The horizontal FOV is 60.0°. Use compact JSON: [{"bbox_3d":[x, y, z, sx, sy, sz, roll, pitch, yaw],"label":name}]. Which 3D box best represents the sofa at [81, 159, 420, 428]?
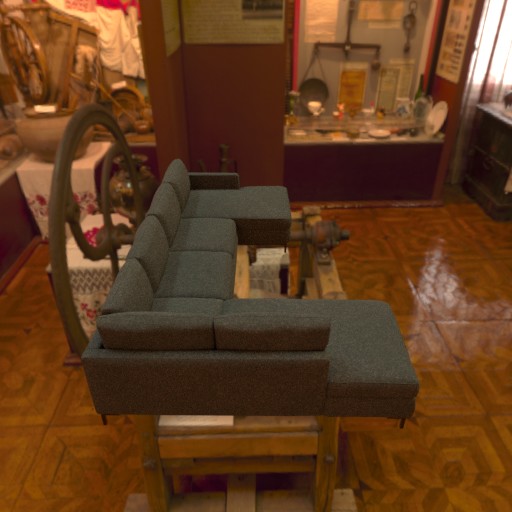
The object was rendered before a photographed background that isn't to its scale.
[{"bbox_3d":[0.000,0.000,3.869,2.007,0.813,2.956,0,32,0],"label":"sofa"}]
